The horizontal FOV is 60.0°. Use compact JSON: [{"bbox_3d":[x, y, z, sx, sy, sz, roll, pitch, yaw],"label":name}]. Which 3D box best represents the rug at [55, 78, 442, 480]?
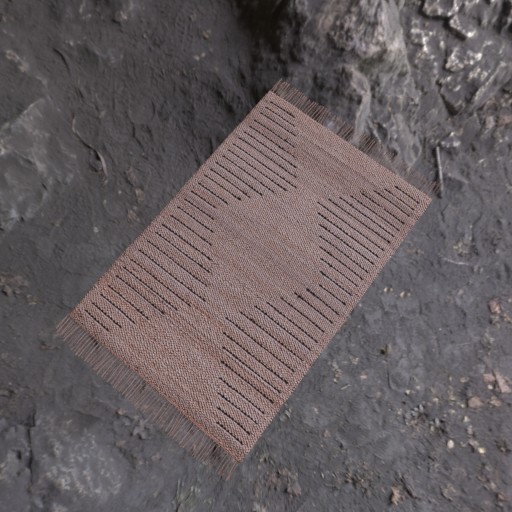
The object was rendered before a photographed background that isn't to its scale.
[{"bbox_3d":[0.000,0.000,2.538,1.224,0.027,2.085,37,78,10],"label":"rug"}]
